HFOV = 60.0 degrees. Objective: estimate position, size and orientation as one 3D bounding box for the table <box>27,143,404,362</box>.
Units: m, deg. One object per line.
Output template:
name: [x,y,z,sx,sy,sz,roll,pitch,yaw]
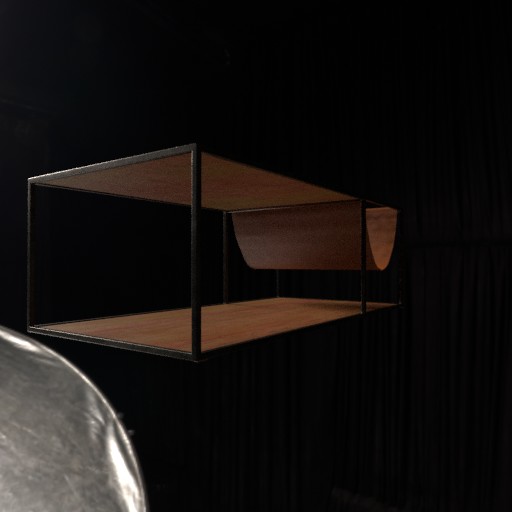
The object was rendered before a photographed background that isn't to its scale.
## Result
table: [0.000,0.000,1.463,0.597,0.403,1.199,-1,-1,36]
